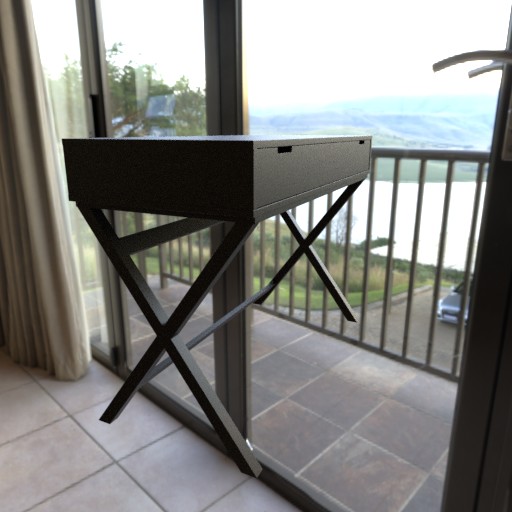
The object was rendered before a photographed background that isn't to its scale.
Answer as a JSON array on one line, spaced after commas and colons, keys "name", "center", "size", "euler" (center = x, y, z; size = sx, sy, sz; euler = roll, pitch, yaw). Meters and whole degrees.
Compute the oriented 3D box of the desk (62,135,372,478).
[{"name": "desk", "center": [0.000, 0.000, 1.501], "size": [0.504, 0.780, 1.057], "euler": [8, 17, 25]}]
